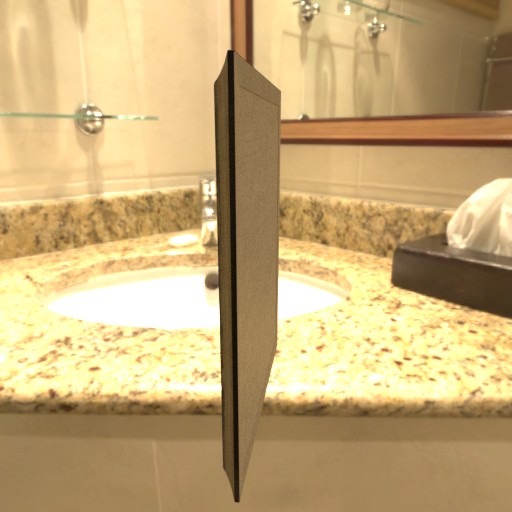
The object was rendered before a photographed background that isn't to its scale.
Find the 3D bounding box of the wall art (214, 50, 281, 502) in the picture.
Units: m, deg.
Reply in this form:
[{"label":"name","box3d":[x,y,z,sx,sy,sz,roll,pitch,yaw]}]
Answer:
[{"label":"wall art","box3d":[0.000,0.000,0.608,0.023,0.457,0.381,2,16,9]}]
